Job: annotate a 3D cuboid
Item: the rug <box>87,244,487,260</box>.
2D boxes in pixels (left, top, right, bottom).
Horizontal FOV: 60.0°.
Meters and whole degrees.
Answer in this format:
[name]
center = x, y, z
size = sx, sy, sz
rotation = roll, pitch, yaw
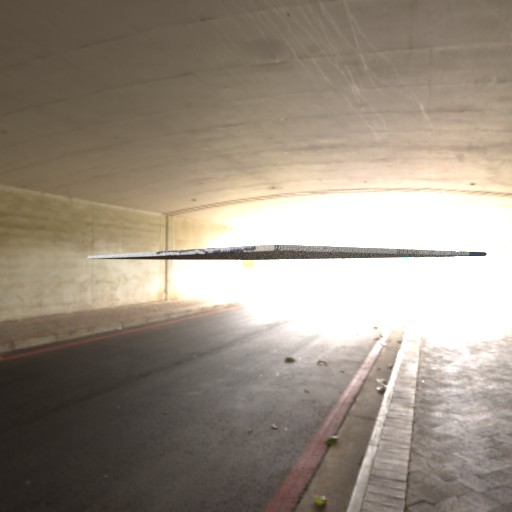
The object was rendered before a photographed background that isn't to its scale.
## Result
[rug]
center = 0.000, 0.000, 2.368
size = 1.238, 0.020, 1.847
rotation = 1, -2, -37
